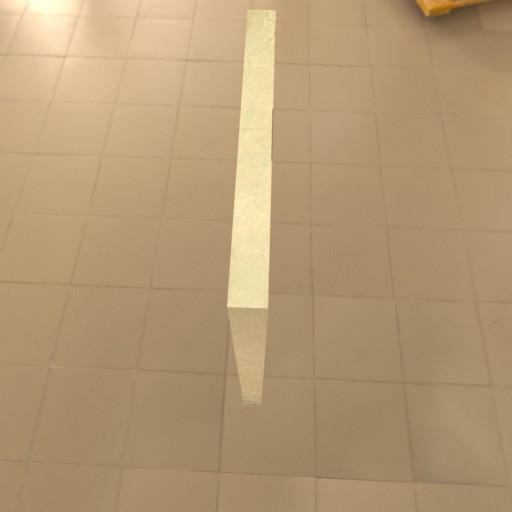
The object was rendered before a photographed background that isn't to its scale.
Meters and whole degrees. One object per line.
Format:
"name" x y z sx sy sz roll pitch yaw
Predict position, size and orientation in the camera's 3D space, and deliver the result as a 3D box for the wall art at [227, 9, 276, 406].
"wall art" 0.000 0.000 0.750 0.036 0.607 0.403 2 64 1
